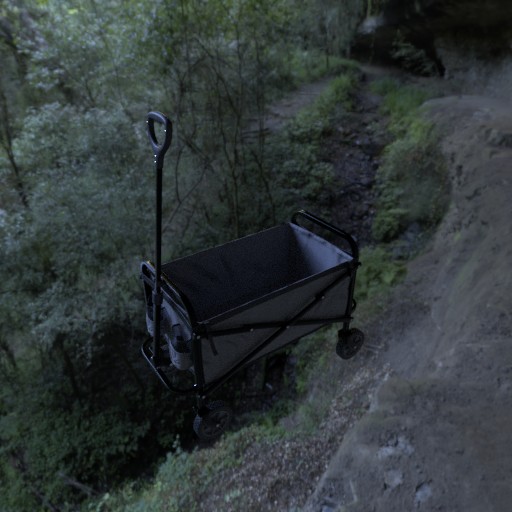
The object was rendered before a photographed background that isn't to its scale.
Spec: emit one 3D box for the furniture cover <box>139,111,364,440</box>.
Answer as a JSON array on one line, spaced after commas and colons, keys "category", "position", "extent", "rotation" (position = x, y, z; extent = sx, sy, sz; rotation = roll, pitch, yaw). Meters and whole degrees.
[{"category": "furniture cover", "position": [0.000, 0.000, 1.895], "extent": [1.038, 1.295, 0.532], "rotation": [-20, 36, -30]}]
